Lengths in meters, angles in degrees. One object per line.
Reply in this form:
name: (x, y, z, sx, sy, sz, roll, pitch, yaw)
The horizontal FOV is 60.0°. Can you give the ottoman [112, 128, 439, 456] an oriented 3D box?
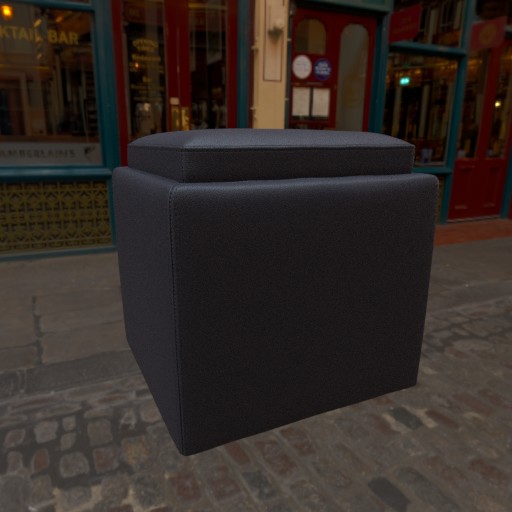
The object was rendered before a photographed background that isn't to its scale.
ottoman: (0.000, 0.000, 0.833, 0.451, 0.460, 0.450, -7, 16, -25)
